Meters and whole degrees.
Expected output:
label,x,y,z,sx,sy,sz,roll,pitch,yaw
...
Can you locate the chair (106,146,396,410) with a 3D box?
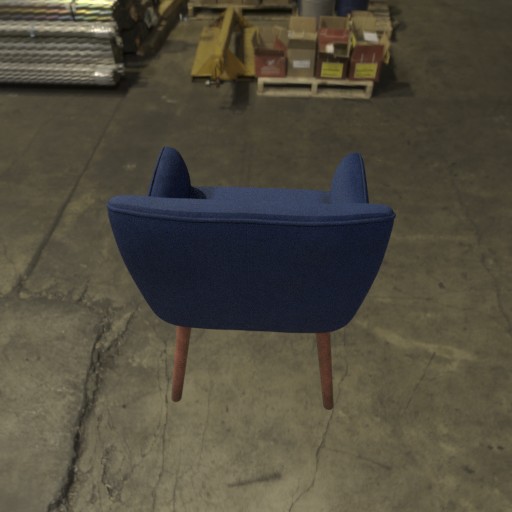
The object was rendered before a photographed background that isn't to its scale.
label,x,y,z,sx,sy,sz,roll,pitch,yaw
chair,0.000,0.000,1.240,0.600,0.820,0.600,2,47,2
